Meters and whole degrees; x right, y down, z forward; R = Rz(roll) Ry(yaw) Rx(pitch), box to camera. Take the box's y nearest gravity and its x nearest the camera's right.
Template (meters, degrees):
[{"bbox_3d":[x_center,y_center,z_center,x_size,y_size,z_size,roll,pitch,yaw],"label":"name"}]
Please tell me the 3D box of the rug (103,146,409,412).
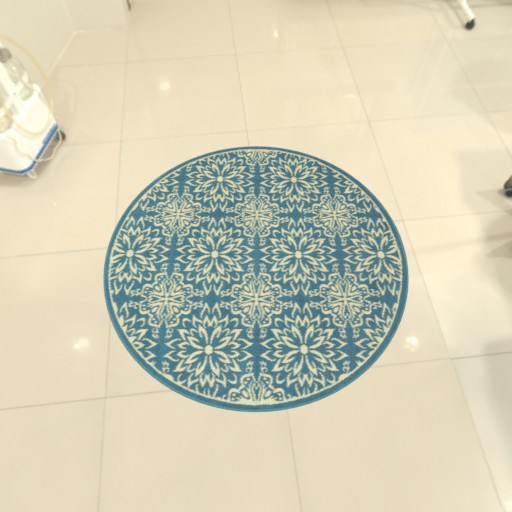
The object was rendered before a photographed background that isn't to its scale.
[{"bbox_3d":[0.000,0.000,2.348,1.593,0.012,1.593,0,59,0],"label":"rug"}]
